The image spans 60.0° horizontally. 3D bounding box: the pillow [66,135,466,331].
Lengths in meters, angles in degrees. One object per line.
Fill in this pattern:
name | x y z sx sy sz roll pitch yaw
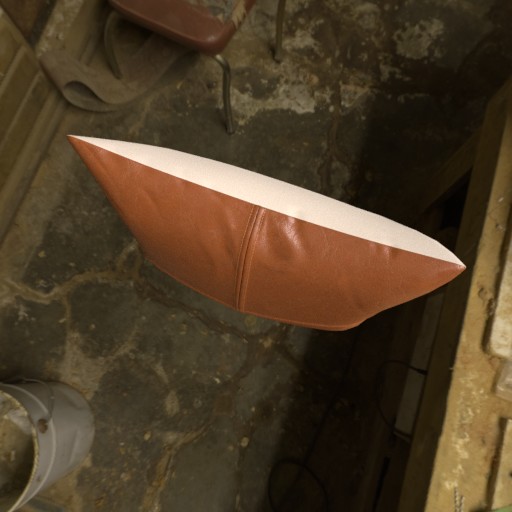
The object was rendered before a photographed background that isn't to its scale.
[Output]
pillow | 0.000 0.000 0.748 0.501 0.477 0.192 19 76 5
